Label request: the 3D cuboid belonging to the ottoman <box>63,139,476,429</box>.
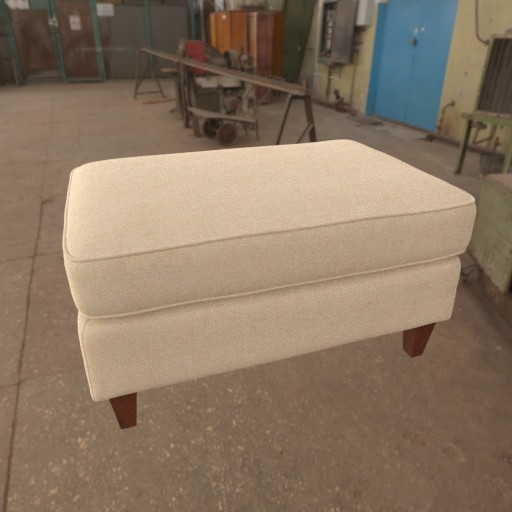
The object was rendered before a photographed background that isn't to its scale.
[{"bbox_3d":[0.000,0.000,1.162,0.862,0.484,0.583,-9,29,-16],"label":"ottoman"}]
